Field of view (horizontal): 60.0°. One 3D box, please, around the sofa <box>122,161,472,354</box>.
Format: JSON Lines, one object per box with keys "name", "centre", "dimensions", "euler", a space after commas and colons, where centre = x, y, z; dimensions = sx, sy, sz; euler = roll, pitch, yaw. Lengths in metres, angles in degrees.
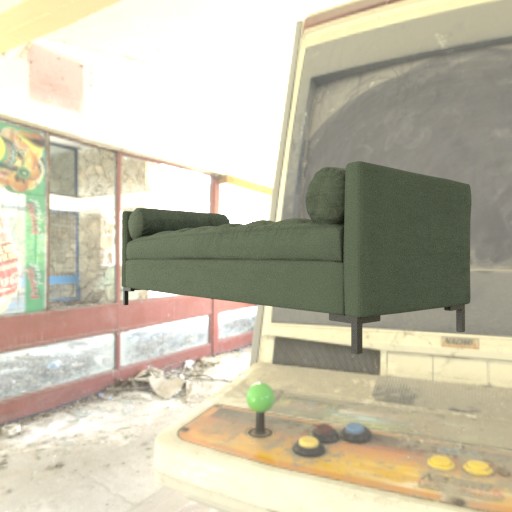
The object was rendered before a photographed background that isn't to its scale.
{"name": "sofa", "centre": [0.000, 0.000, 2.542], "dimensions": [0.817, 0.681, 2.130], "euler": [0, 0, -38]}
